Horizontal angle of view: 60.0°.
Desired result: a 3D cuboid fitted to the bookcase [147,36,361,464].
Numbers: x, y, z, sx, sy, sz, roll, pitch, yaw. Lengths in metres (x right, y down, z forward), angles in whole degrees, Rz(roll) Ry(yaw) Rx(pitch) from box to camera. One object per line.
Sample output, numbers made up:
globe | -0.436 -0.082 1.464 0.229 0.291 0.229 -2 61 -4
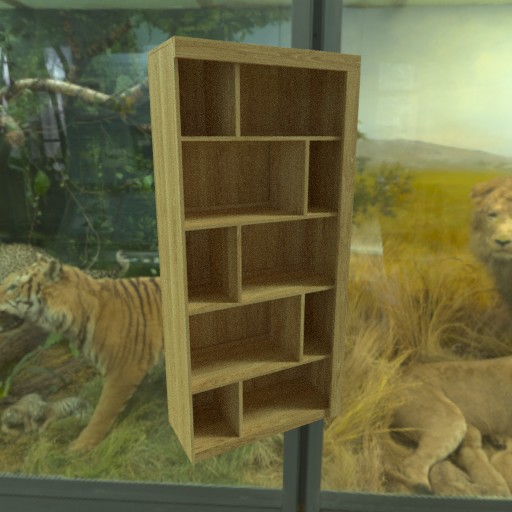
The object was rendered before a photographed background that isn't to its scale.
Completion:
bookcase | 0.000 0.000 2.405 0.950 2.020 0.420 -8 17 -26
